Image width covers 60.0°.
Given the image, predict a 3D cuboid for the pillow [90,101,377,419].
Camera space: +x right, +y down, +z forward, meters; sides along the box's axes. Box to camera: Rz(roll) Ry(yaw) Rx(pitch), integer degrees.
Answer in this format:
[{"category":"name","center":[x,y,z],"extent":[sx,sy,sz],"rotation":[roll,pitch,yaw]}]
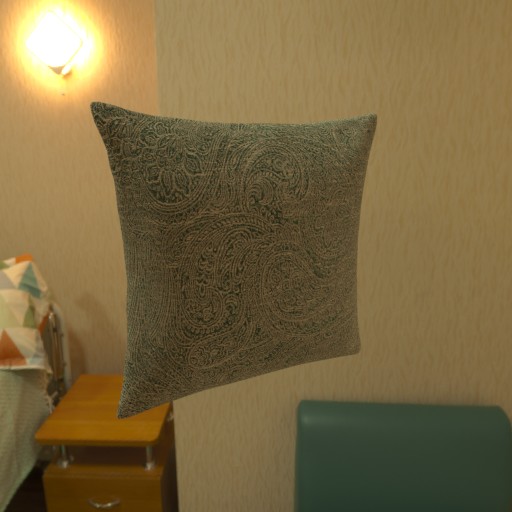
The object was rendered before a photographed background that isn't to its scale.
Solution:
[{"category":"pillow","center":[0.000,0.000,0.800],"extent":[0.526,0.507,0.166],"rotation":[-7,16,-27]}]
